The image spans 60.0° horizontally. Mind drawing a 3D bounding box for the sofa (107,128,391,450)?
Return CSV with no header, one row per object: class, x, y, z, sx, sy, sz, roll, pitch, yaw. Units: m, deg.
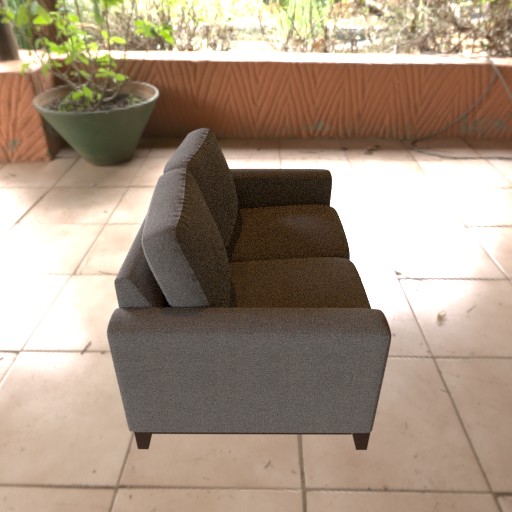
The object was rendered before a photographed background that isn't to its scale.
sofa,0.000,0.000,2.035,0.917,0.873,1.420,0,32,0
